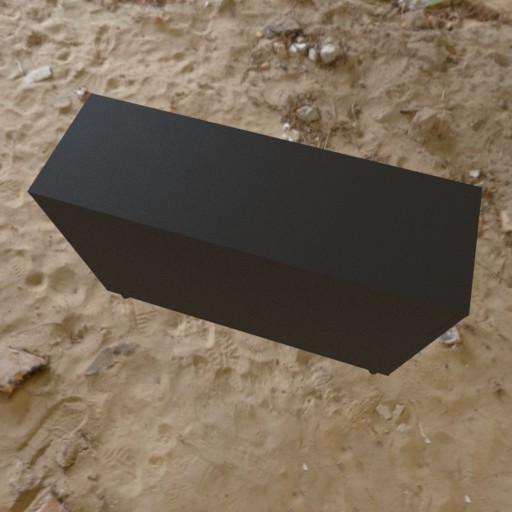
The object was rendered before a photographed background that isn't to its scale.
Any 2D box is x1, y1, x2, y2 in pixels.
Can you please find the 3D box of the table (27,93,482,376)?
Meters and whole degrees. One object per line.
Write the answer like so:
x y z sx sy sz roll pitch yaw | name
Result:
0.000 0.000 1.613 1.200 0.855 0.400 16 65 8 | table
